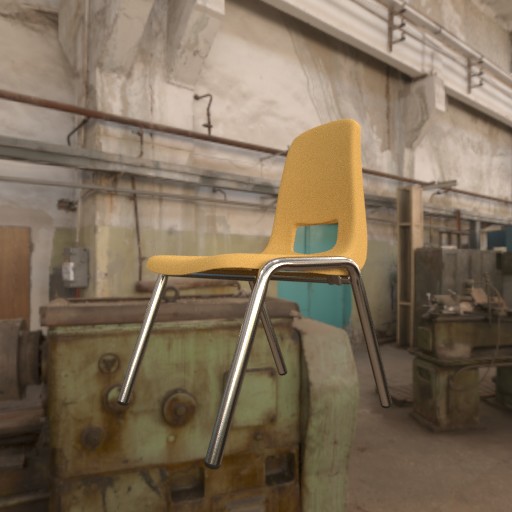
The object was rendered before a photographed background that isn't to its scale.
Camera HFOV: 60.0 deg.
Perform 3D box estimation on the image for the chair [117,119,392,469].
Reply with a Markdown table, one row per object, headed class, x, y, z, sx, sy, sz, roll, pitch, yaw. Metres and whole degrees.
| class | x | y | z | sx | sy | sz | roll | pitch | yaw |
| --- | --- | --- | --- | --- | --- | --- | --- | --- | --- |
| chair | 0.000 | 0.000 | 0.861 | 0.423 | 0.586 | 0.354 | 1 | -1 | -37 |
